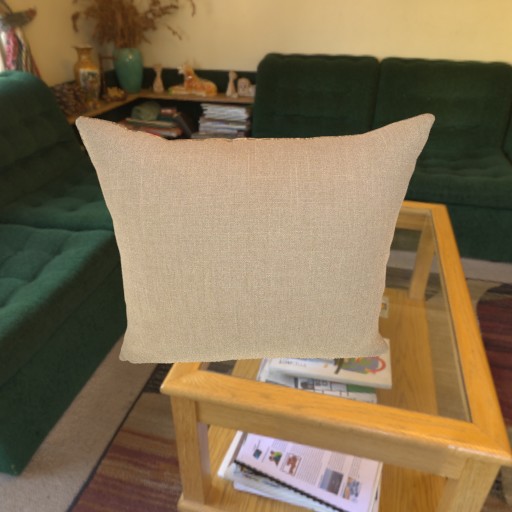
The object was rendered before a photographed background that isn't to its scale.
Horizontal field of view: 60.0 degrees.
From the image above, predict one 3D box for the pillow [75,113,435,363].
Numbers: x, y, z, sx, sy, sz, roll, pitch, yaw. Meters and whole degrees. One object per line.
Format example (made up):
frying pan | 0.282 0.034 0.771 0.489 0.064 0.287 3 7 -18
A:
pillow | 0.000 0.000 0.779 0.546 0.487 0.180 -2 31 -3
